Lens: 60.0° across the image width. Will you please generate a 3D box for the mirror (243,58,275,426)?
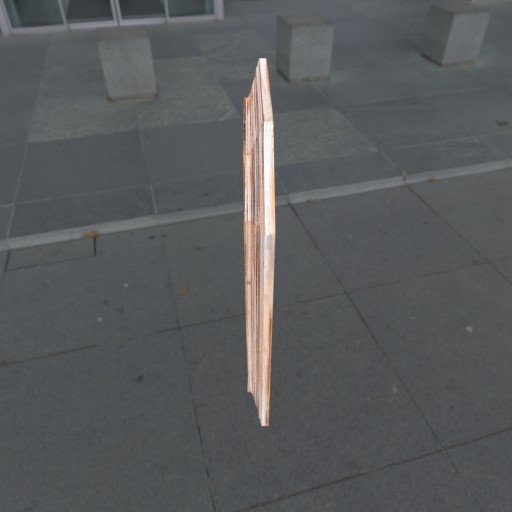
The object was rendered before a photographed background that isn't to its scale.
[{"bbox_3d":[0.000,0.000,1.330,0.061,1.015,0.709,-1,41,-1],"label":"mirror"}]
